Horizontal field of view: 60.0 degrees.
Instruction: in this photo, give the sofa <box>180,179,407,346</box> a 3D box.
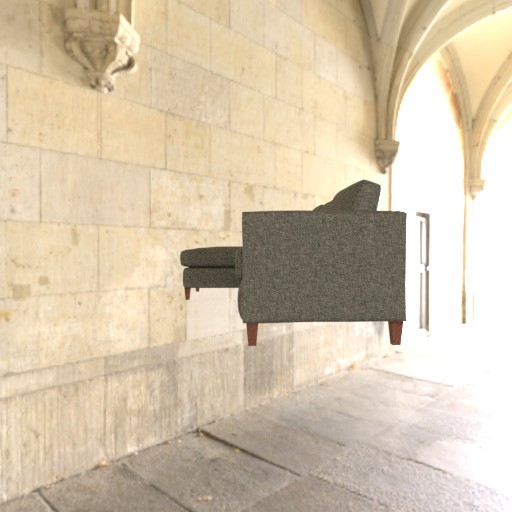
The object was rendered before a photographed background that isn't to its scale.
[{"bbox_3d":[0.000,0.000,4.138,1.635,0.960,3.485,0,1,-1],"label":"sofa"}]
